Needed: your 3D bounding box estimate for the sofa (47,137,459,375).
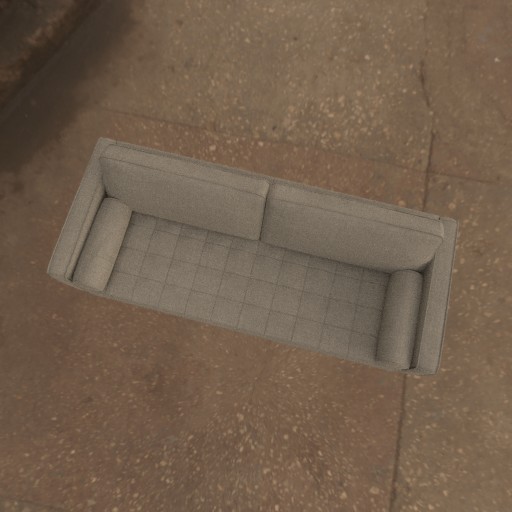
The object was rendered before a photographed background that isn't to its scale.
[{"bbox_3d":[0.000,0.000,2.675,2.211,0.762,0.914,14,75,4],"label":"sofa"}]
